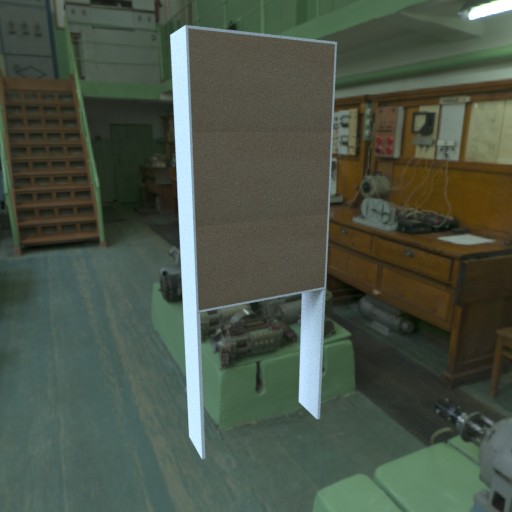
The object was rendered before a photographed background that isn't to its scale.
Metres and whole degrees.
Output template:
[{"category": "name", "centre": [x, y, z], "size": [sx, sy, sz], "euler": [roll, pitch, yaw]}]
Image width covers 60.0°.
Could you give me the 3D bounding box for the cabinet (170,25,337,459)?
[{"category": "cabinet", "centre": [0.000, 0.000, 1.978], "size": [0.643, 1.770, 0.192], "euler": [-8, 17, -26]}]
